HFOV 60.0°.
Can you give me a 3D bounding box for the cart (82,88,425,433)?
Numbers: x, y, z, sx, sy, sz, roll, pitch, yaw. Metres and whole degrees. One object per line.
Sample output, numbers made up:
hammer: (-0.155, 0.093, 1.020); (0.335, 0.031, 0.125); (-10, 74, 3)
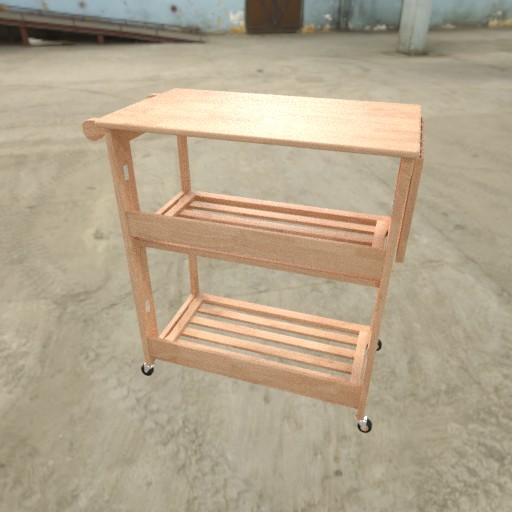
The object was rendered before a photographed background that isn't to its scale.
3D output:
cart: (0.000, 0.000, 1.380); (0.853, 0.879, 0.432); (10, 33, 15)
